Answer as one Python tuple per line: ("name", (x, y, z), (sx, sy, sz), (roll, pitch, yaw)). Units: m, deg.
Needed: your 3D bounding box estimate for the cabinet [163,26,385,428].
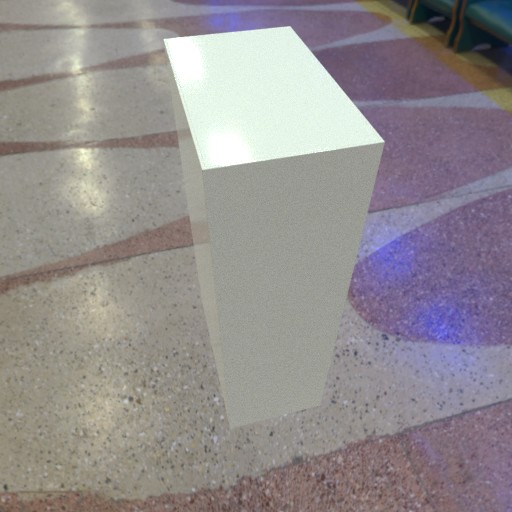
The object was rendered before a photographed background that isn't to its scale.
("cabinet", (0.000, 0.000, 2.365), (0.580, 1.920, 0.980), (-11, 48, -10))
